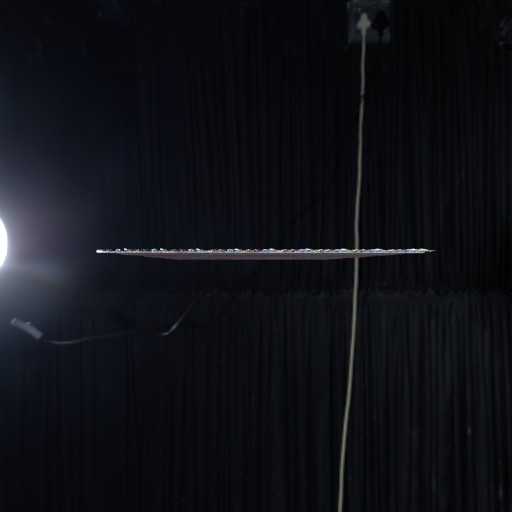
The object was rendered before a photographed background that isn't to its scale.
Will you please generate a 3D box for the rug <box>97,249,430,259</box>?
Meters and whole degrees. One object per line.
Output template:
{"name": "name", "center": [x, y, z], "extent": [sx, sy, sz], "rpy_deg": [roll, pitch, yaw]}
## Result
{"name": "rug", "center": [0.000, 0.000, 2.293], "extent": [1.084, 0.013, 1.849], "rpy_deg": [0, -1, -2]}
